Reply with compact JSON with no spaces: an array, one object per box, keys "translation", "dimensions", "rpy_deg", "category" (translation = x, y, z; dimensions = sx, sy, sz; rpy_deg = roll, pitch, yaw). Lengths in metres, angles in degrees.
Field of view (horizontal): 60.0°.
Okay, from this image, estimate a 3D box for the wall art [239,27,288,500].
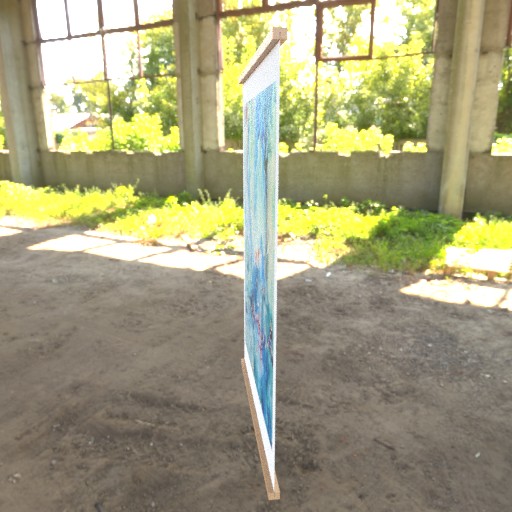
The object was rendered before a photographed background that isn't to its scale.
[{"translation":[0.000,0.000,1.243],"dimensions":[0.027,1.020,0.669],"rpy_deg":[-2,15,-7],"category":"wall art"}]
